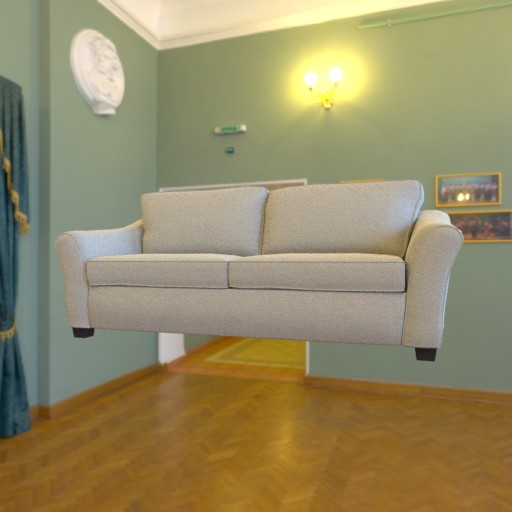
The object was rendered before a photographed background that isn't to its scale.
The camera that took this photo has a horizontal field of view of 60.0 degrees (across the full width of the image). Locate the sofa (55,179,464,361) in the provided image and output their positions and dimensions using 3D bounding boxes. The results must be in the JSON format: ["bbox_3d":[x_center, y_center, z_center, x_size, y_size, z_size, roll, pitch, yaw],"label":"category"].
[{"bbox_3d":[0.000,0.000,2.727,2.270,0.965,0.980,0,0,18],"label":"sofa"}]
